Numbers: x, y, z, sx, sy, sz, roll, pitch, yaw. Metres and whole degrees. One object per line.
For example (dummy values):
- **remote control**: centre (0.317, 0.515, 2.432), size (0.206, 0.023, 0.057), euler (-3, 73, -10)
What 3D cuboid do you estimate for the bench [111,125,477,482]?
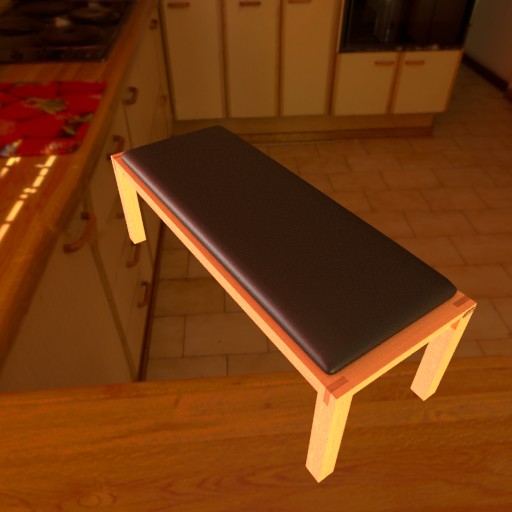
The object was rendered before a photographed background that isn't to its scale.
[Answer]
- **bench**: centre (0.000, 0.000, 1.439), size (0.450, 0.430, 1.202), euler (-24, 46, -26)
